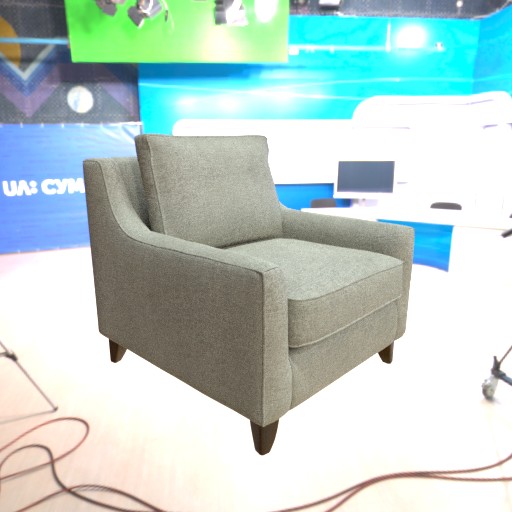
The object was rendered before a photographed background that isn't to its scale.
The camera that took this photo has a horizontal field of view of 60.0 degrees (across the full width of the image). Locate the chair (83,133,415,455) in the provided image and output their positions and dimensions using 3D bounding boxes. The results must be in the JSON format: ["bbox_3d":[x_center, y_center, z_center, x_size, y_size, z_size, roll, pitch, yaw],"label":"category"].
[{"bbox_3d":[0.000,0.000,1.615,0.918,0.864,0.838,14,20,42],"label":"chair"}]
